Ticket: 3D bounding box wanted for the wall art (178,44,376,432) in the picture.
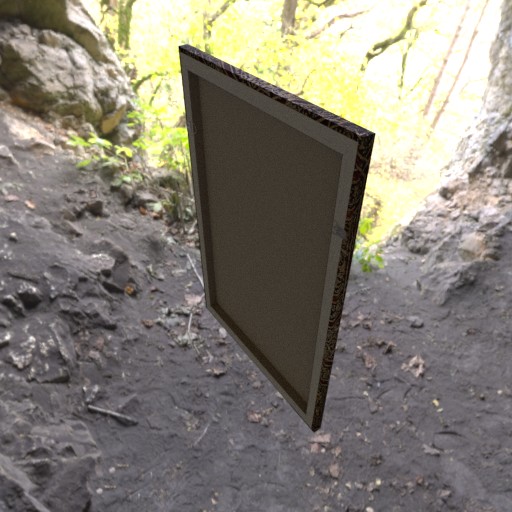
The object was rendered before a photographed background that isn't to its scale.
[{"bbox_3d":[0.000,0.000,0.770,0.020,0.599,0.397,-25,47,-26],"label":"wall art"}]
